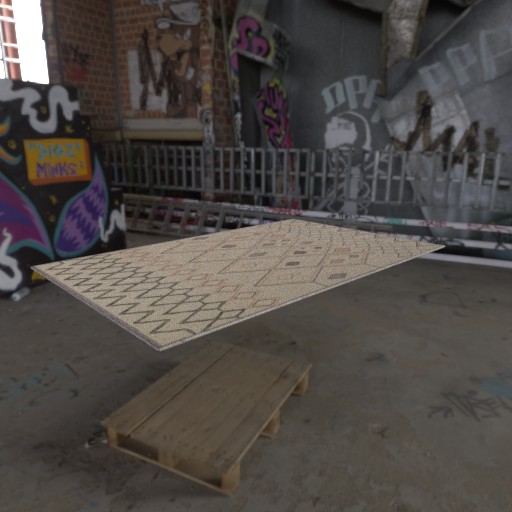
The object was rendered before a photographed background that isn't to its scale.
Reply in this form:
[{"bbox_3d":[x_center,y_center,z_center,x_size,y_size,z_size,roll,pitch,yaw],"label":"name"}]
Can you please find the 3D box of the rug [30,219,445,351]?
[{"bbox_3d":[0.000,0.000,3.035,2.438,0.015,1.524,-14,20,-41],"label":"rug"}]
